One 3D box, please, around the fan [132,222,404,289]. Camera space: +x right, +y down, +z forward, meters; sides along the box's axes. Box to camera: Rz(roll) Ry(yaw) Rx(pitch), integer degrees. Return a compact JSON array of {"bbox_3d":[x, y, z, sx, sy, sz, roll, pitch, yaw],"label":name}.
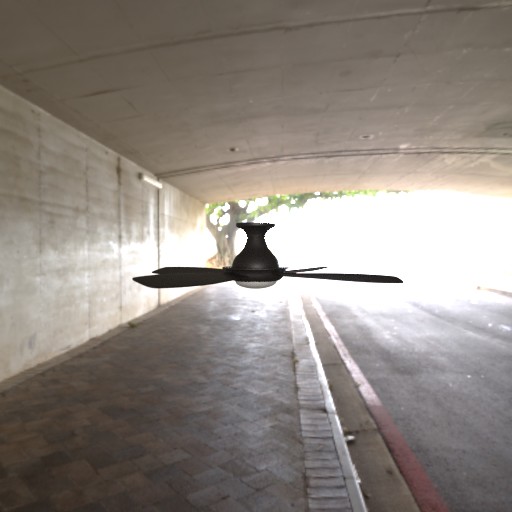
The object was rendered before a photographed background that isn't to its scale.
[{"bbox_3d":[0.000,0.000,2.587,1.694,0.382,1.694,1,1,36],"label":"fan"}]
